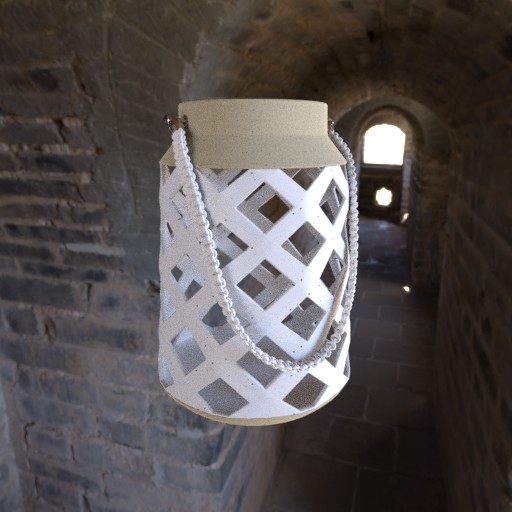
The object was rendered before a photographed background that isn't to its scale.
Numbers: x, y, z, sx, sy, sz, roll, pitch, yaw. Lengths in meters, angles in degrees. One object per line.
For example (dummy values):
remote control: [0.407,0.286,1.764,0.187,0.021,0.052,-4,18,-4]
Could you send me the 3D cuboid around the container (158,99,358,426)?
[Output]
container: [0.000,0.000,0.407,0.188,0.264,0.198,-8,17,-27]
